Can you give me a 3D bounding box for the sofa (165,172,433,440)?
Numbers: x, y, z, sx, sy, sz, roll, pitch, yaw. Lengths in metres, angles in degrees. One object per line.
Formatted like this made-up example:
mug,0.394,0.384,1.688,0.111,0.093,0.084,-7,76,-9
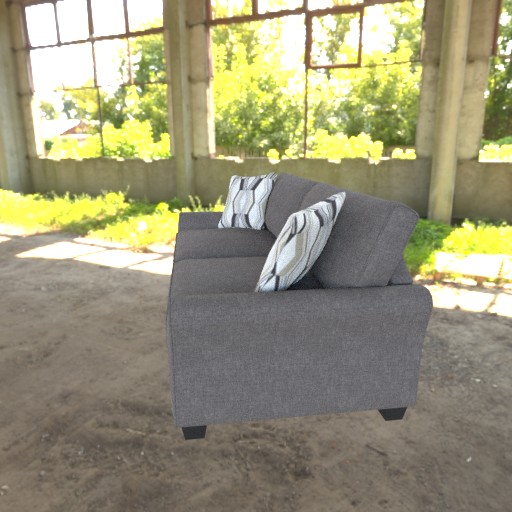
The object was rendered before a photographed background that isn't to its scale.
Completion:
sofa,0.000,0.000,2.390,0.889,0.813,2.032,-2,14,-8
